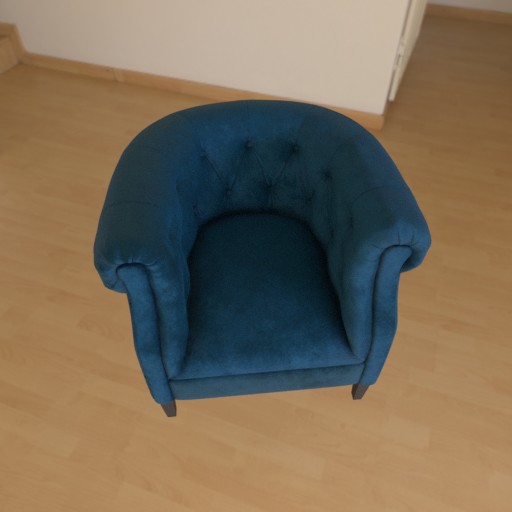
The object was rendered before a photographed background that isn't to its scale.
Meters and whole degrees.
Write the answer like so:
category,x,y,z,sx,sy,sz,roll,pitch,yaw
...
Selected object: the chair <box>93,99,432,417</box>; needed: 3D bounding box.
category,x,y,z,sx,sy,sz,roll,pitch,yaw
chair,0.000,0.000,1.594,0.904,0.826,0.851,-4,48,-4
